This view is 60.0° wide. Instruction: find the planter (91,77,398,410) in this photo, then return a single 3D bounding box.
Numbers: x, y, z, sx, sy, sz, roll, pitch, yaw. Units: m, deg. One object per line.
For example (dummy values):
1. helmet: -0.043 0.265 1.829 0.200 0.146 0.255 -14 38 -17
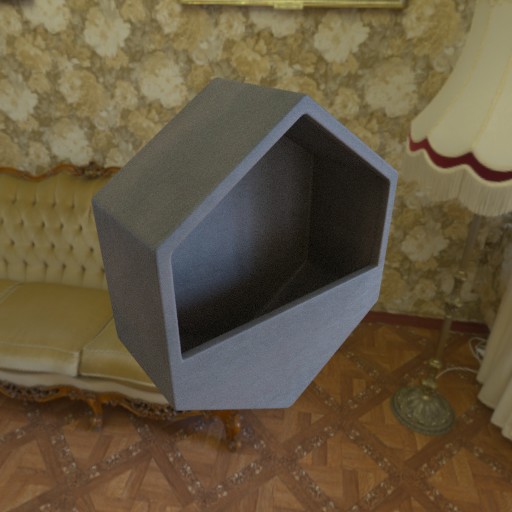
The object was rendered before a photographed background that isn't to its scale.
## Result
1. planter: 0.000 0.000 0.284 0.169 0.206 0.077 -21 35 -32
